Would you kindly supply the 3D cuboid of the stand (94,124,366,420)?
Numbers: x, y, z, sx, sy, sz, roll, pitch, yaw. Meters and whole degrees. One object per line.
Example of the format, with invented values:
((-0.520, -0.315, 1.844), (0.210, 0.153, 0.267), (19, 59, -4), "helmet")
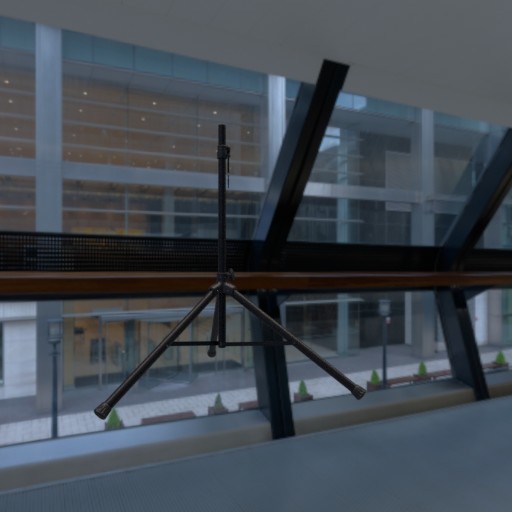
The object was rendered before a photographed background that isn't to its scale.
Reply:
((0.000, 0.000, 1.881), (0.907, 1.136, 1.045), (0, 0, 18), "stand")
